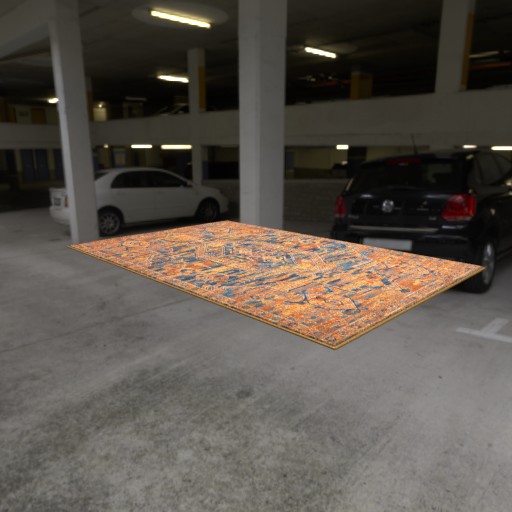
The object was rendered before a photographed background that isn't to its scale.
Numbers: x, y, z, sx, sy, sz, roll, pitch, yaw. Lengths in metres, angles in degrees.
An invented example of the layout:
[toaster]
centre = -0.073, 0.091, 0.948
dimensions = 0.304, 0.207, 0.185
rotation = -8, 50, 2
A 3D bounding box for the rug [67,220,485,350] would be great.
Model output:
[rug]
centre = 0.000, 0.000, 2.190
dimensions = 1.148, 0.013, 1.758
rotation = -14, 20, -43
